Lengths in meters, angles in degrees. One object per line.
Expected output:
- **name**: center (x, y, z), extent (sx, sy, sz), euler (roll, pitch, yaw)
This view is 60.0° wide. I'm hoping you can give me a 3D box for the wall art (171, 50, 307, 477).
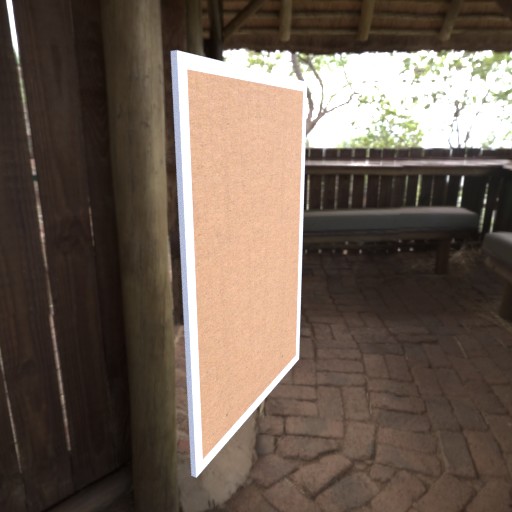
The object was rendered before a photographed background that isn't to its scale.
- **wall art**: center (0.000, 0.000, 1.241), extent (0.015, 0.965, 0.660), euler (8, 18, 27)
